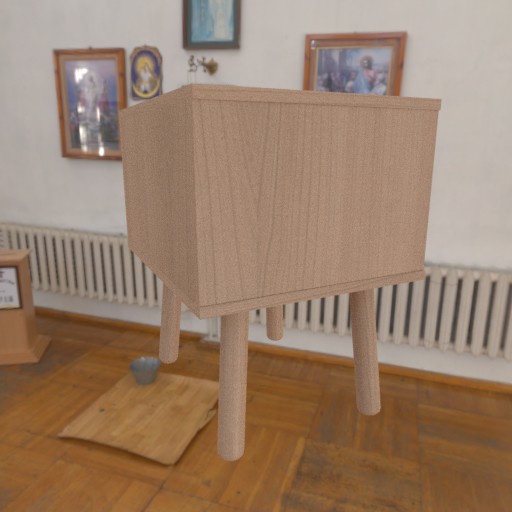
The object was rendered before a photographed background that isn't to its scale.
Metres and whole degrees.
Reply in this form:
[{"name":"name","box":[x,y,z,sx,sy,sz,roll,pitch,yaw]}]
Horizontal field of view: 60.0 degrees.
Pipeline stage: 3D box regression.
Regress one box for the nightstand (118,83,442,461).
[{"name":"nightstand","box":[0.000,0.000,0.823,0.380,0.530,0.450,-7,16,-26]}]
